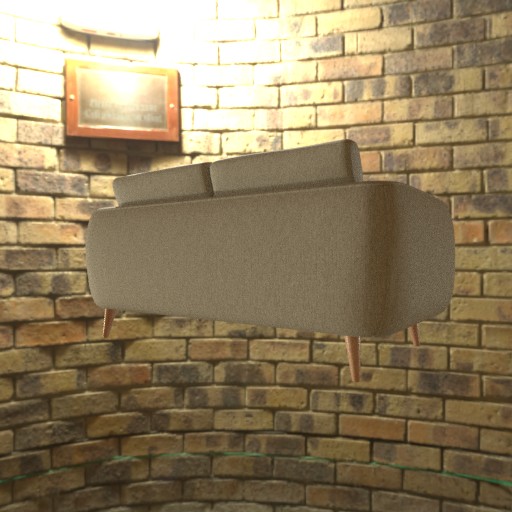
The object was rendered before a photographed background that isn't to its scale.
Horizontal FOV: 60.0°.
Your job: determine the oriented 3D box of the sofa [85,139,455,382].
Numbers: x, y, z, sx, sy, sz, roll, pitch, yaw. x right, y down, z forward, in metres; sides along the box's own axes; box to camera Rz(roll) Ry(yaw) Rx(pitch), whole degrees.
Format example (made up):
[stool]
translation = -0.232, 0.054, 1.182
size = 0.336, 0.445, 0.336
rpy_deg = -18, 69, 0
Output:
[sofa]
translation = 0.000, 0.000, 2.214
size = 1.700, 0.850, 0.920
rpy_deg = 0, 0, 36
